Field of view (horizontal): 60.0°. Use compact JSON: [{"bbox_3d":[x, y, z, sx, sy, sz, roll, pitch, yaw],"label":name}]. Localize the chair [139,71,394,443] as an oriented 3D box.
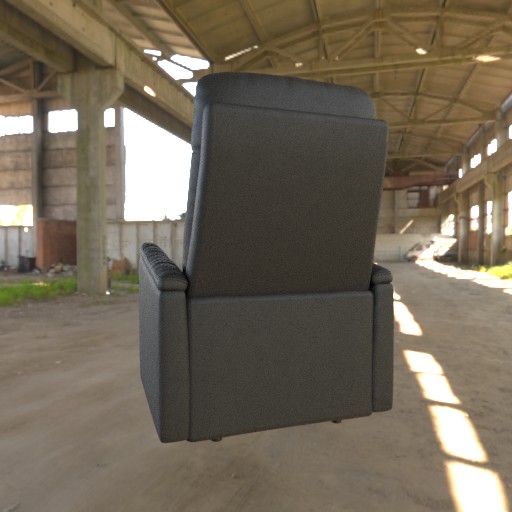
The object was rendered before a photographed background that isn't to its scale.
[{"bbox_3d":[0.000,0.000,1.602,0.775,1.082,0.831,-1,2,-19],"label":"chair"}]
